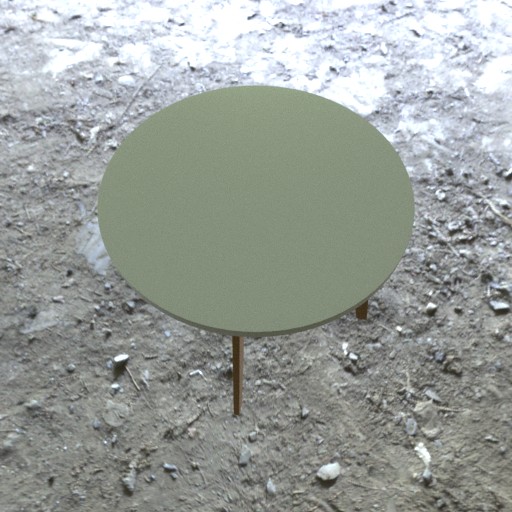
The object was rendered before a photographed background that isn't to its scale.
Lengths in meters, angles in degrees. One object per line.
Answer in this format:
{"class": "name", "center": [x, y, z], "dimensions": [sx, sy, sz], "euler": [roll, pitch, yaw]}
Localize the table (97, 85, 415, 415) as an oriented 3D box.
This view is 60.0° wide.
{"class": "table", "center": [0.000, 0.000, 1.595], "dimensions": [0.896, 0.762, 0.896], "euler": [0, 58, 0]}
